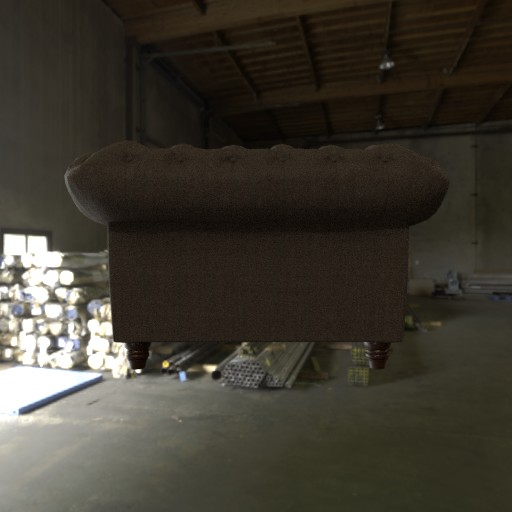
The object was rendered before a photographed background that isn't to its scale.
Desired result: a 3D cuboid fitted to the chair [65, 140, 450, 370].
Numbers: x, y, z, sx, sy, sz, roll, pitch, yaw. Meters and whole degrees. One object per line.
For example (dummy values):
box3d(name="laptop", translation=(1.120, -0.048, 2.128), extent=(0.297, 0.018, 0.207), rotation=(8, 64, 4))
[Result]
box3d(name="chair", translation=(0.000, 0.000, 1.841), extent=(1.298, 0.780, 0.945), rotation=(0, 0, 0))
